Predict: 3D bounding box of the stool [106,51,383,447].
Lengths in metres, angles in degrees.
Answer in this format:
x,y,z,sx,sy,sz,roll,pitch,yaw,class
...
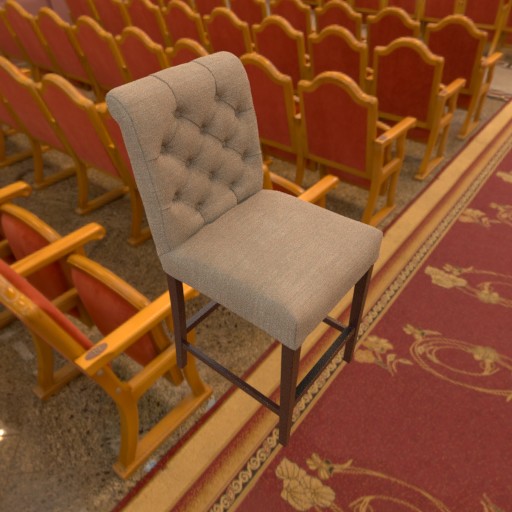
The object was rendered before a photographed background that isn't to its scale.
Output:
x,y,z,sx,sy,sz,roll,pitch,yaw,class
0.000,0.000,1.454,0.660,1.084,0.486,27,47,28,stool
